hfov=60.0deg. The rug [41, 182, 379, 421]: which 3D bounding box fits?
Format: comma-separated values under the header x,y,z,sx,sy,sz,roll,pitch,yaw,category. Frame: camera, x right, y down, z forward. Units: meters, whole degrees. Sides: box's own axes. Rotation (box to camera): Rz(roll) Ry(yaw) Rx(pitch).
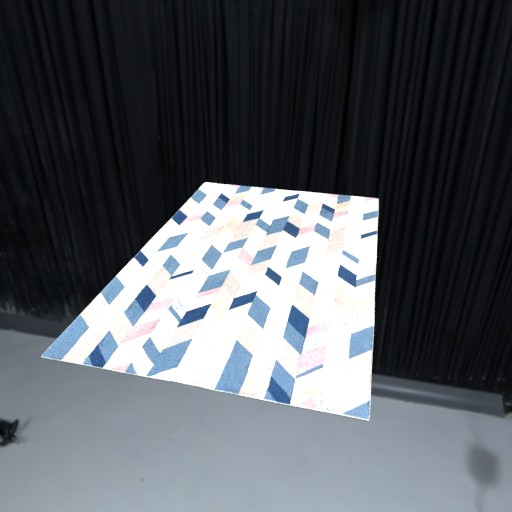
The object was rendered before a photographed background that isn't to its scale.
x,y,z,sx,sy,sz,roll,pitch,yaw,category
0.000,0.000,2.272,1.202,0.006,1.813,7,31,12,rug
